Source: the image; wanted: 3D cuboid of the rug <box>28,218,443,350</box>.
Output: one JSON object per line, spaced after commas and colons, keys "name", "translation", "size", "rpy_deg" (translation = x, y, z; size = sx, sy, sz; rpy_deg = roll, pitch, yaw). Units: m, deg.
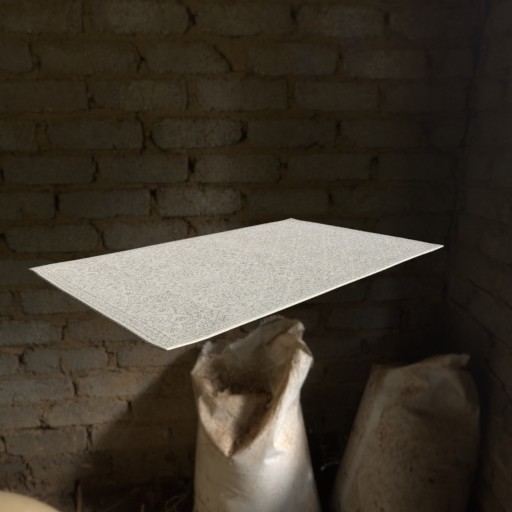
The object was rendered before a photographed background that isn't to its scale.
{"name": "rug", "translation": [0.000, 0.000, 2.403], "size": [1.947, 0.023, 1.214], "rpy_deg": [-14, 21, -42]}
